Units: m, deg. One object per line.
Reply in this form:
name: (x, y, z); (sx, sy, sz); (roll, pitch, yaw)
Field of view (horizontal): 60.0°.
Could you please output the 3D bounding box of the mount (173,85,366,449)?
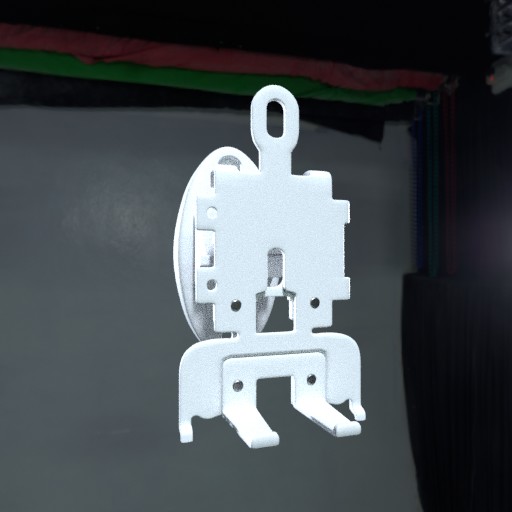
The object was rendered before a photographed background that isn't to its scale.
mount: (0.000, 0.000, 0.175); (0.066, 0.118, 0.100); (0, 0, -18)
